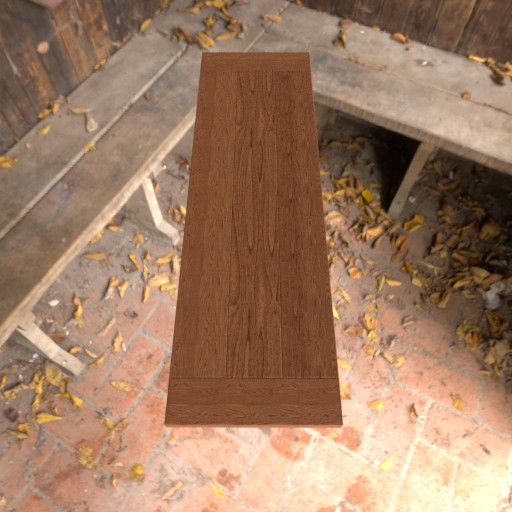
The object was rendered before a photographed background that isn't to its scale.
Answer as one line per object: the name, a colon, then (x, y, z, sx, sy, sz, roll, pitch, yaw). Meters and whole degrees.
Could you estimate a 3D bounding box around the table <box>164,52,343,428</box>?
table: (0.000, 0.000, 1.849, 0.461, 0.852, 1.478, 0, 60, 0)
